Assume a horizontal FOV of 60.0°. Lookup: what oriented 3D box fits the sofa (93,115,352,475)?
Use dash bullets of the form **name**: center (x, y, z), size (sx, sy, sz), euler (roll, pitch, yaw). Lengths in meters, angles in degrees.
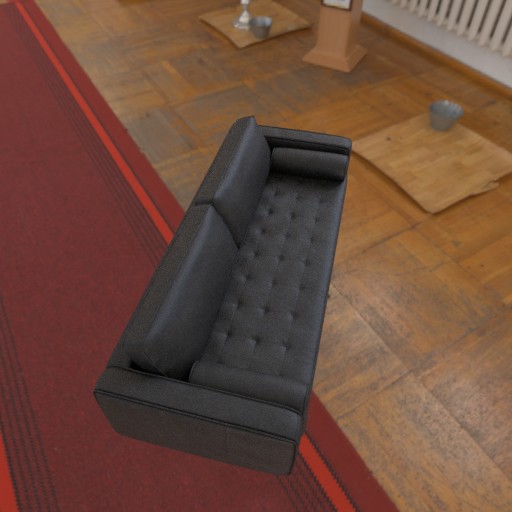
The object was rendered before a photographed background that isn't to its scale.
- **sofa**: center (0.000, 0.000, 2.625), size (0.914, 0.762, 2.210), euler (10, 48, 9)
